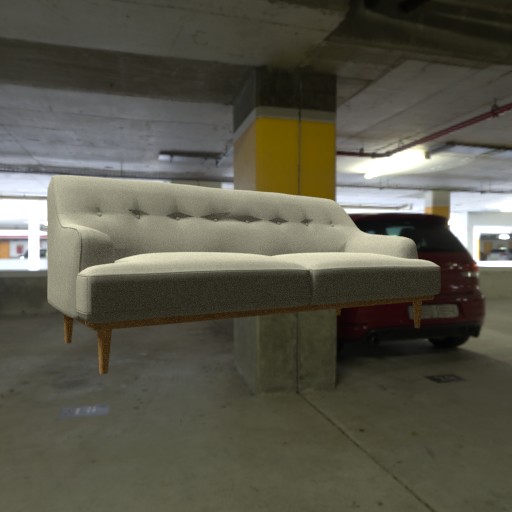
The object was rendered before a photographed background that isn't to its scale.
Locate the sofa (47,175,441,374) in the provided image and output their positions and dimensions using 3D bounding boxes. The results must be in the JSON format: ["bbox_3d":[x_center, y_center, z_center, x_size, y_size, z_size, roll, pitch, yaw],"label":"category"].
[{"bbox_3d":[0.000,0.000,2.486,2.057,0.871,0.978,0,0,-33],"label":"sofa"}]
